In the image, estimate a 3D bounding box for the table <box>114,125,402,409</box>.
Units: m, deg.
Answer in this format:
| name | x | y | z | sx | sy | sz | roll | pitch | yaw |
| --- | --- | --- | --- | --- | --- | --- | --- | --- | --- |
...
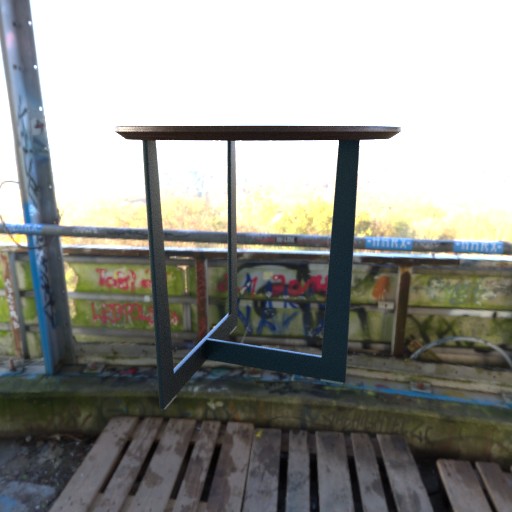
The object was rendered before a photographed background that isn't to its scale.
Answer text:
| name | x | y | z | sx | sy | sz | roll | pitch | yaw |
| --- | --- | --- | --- | --- | --- | --- | --- | --- | --- |
| table | 0.000 | 0.000 | 0.852 | 0.494 | 0.476 | 0.477 | 2 | 16 | 7 |
